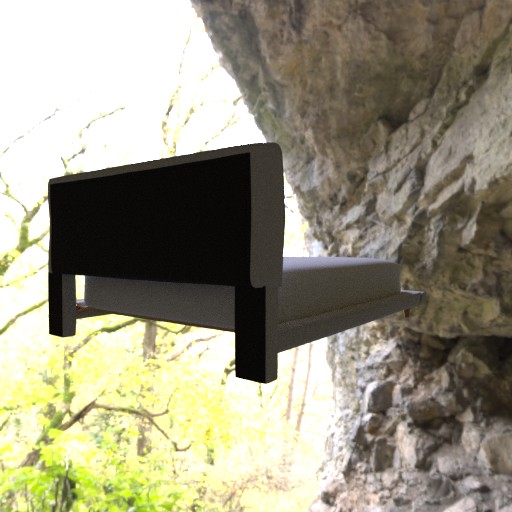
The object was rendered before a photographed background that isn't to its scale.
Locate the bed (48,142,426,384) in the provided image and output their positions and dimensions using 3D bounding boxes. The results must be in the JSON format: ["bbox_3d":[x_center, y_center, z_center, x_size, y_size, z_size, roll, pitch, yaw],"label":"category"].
[{"bbox_3d":[0.000,0.000,3.345,1.840,1.067,2.368,1,2,37],"label":"bed"}]
